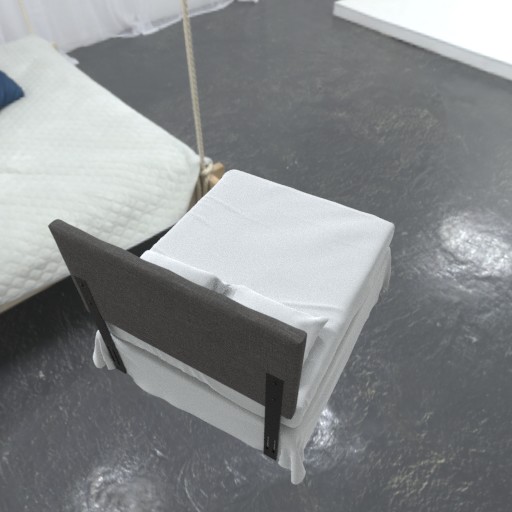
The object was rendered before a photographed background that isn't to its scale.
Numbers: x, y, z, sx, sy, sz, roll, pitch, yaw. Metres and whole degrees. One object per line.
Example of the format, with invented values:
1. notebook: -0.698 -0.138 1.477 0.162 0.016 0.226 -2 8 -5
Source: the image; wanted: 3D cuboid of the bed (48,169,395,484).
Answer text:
1. bed: 0.000 0.000 3.453 1.936 1.577 2.222 22 51 20
